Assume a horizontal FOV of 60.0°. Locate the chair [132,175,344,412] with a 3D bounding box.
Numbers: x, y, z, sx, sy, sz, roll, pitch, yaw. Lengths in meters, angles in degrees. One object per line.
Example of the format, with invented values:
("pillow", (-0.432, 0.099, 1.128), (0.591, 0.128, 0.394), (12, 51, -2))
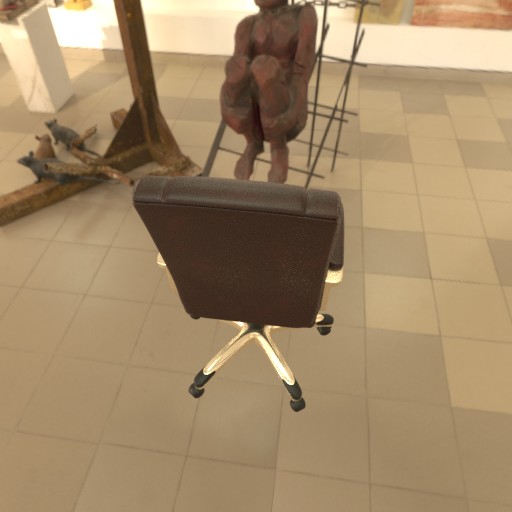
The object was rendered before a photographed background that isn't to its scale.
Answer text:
("chair", (0.000, 0.000, 1.560), (0.662, 1.107, 0.739), (6, 47, 5))
